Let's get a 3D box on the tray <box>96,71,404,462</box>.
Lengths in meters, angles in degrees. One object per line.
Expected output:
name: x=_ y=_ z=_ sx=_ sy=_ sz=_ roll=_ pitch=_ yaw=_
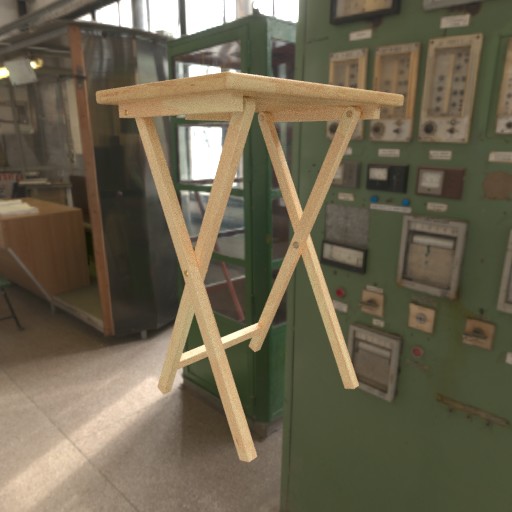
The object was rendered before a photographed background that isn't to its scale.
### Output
tray: x=0.000 y=0.000 z=0.954 sx=0.381 sy=0.660 sz=0.483 roll=14 pitch=21 yaw=43
